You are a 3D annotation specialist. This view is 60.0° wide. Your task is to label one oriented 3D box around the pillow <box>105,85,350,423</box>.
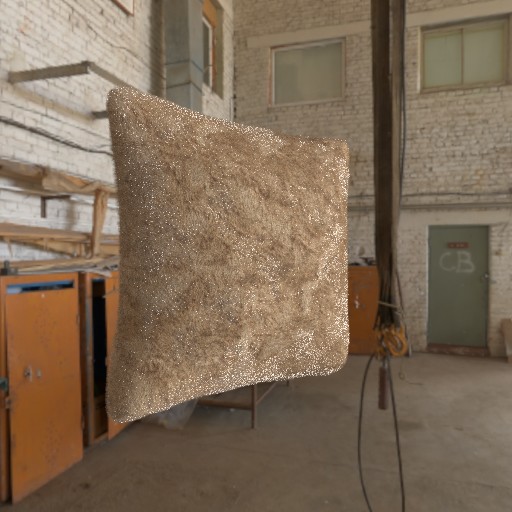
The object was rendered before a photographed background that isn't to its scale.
[{"bbox_3d":[0.000,0.000,0.813,0.538,0.525,0.216,0,0,-36],"label":"pillow"}]
